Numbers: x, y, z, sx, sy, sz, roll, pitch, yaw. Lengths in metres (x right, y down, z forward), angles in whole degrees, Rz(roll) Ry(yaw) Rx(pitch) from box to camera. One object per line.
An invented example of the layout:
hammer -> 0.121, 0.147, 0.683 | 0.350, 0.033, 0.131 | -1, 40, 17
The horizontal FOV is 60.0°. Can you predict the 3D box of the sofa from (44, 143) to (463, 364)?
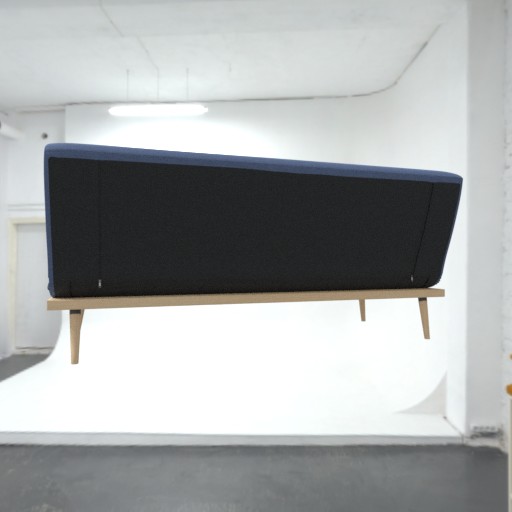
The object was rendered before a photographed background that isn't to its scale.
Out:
sofa -> 0.000, 0.000, 2.132 | 1.800, 0.800, 0.796 | 0, 0, -19
